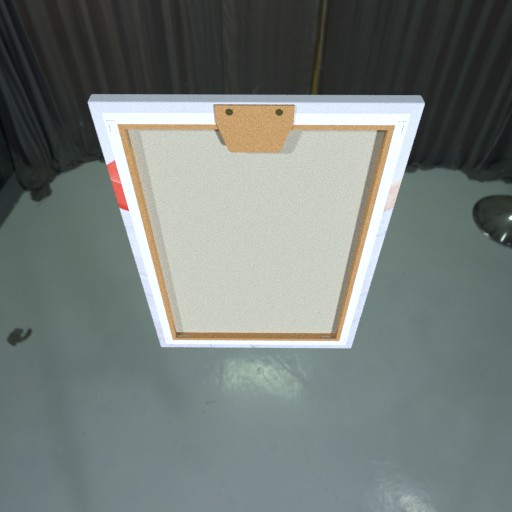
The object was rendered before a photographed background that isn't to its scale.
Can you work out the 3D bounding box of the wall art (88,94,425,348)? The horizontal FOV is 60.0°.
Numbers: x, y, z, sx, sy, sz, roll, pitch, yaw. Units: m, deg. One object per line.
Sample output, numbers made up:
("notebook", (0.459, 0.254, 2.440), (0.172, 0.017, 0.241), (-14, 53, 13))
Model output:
("wall art", (0.000, 0.000, 1.123), (0.613, 0.848, 0.036), (0, 47, 0))
